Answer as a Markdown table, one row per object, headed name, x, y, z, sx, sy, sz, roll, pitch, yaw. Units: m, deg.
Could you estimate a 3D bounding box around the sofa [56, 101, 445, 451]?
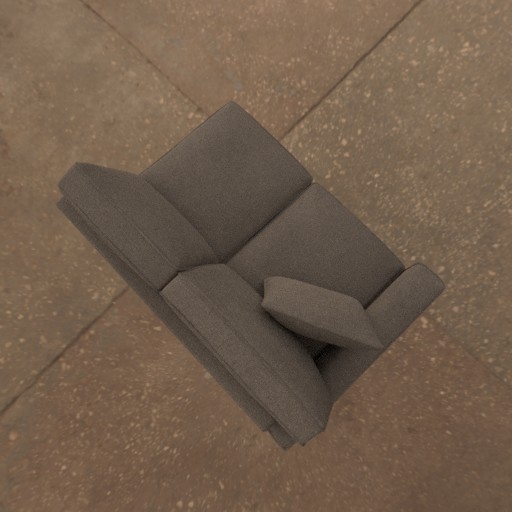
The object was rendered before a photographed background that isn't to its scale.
| name | x | y | z | sx | sy | sz | roll | pitch | yaw |
| --- | --- | --- | --- | --- | --- | --- | --- | --- | --- |
| sofa | 0.000 | 0.000 | 2.083 | 0.991 | 0.989 | 1.388 | -43 | 81 | -9 |
